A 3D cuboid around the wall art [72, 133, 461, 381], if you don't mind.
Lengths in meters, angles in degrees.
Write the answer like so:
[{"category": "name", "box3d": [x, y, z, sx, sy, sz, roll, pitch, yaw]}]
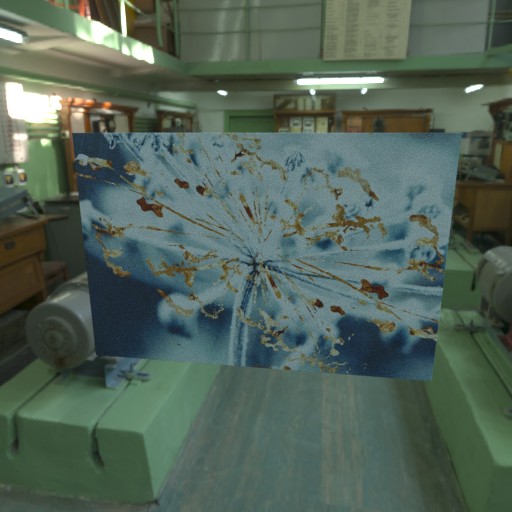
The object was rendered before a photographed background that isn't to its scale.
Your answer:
[{"category": "wall art", "box3d": [0.000, 0.000, 0.757, 0.607, 0.405, 0.036, 2, 16, 8]}]
